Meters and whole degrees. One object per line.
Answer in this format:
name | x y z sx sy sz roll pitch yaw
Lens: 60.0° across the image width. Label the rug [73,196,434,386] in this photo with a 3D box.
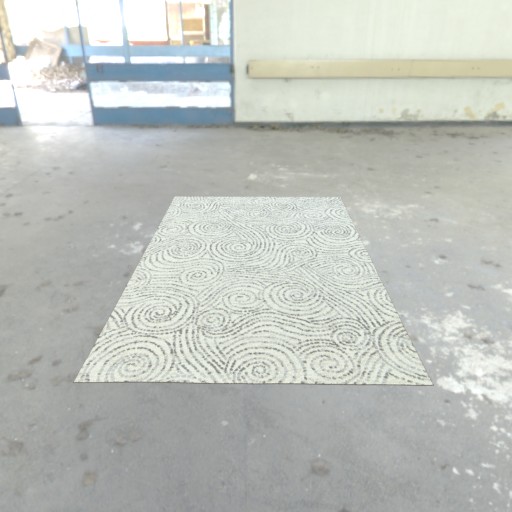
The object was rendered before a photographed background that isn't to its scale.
rug | 0.000 0.000 2.963 1.524 0.005 2.439 0 26 1
